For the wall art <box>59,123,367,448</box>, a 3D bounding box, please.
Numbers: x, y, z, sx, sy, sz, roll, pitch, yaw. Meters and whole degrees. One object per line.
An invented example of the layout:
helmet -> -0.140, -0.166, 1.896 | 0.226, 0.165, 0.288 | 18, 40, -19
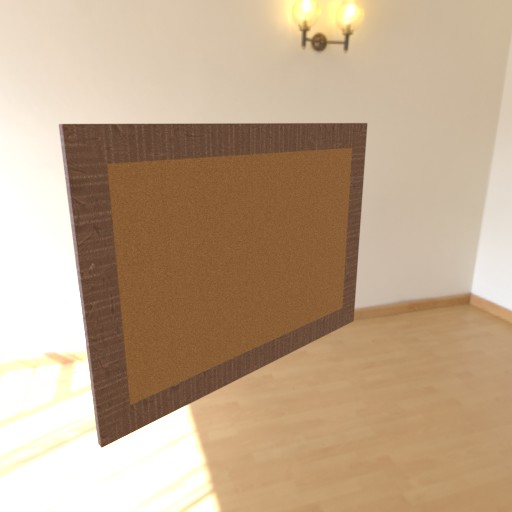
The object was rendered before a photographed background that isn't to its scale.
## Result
wall art -> 0.000, 0.000, 1.326 | 1.056, 0.761, 0.020 | -15, 23, -41
